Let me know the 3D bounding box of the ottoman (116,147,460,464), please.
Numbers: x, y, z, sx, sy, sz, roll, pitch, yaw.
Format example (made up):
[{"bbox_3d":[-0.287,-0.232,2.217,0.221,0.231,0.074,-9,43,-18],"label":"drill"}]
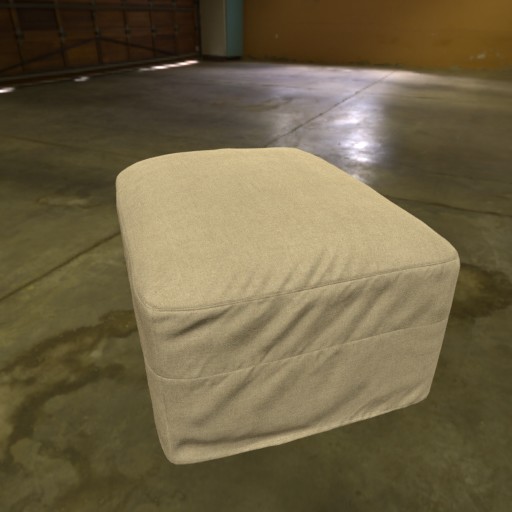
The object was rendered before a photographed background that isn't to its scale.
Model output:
[{"bbox_3d":[0.000,0.000,1.217,0.683,0.481,0.837,-9,30,-17],"label":"ottoman"}]
